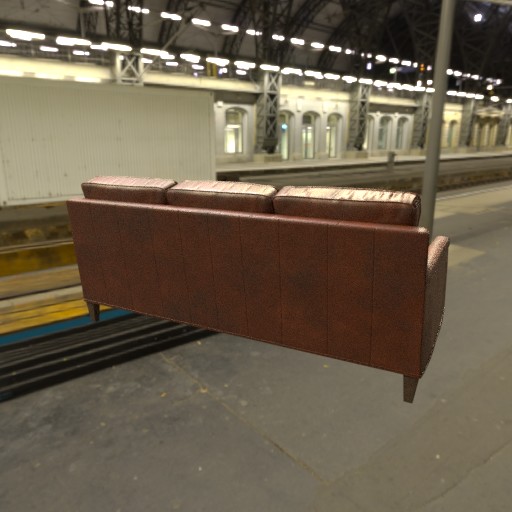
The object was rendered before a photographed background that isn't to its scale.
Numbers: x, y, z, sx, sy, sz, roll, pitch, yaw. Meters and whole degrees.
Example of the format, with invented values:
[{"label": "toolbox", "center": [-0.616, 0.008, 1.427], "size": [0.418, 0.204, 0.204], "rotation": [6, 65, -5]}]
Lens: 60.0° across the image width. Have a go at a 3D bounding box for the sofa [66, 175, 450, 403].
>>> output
[{"label": "sofa", "center": [0.000, 0.000, 2.845], "size": [2.240, 1.003, 1.084], "rotation": [8, 17, 27]}]
